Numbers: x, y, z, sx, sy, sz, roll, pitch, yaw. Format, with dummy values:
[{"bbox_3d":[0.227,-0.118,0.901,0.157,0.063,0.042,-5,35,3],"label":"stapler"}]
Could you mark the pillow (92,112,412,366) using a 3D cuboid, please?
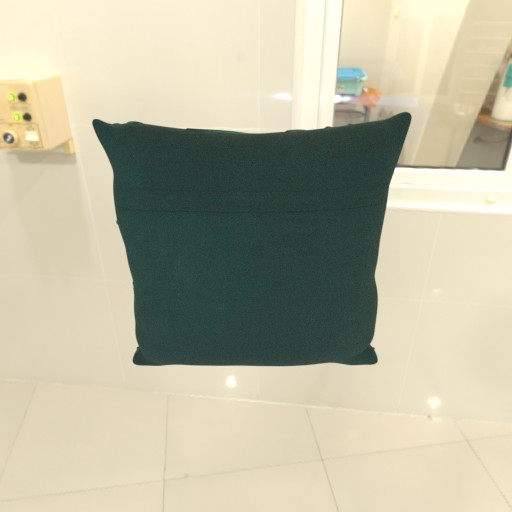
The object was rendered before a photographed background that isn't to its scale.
[{"bbox_3d":[0.000,0.000,0.700,0.439,0.440,0.184,-1,29,-1],"label":"pillow"}]
